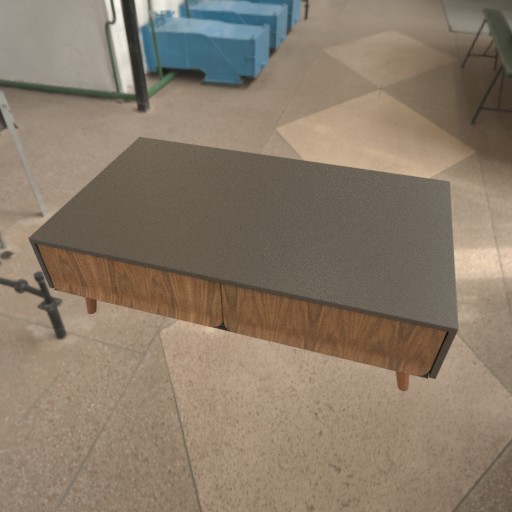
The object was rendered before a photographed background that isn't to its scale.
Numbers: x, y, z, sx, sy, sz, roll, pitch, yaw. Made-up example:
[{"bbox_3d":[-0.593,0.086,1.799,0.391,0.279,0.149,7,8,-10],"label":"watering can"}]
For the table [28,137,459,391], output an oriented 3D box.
[{"bbox_3d":[0.000,0.000,1.553,1.201,0.404,0.703,11,42,13],"label":"table"}]
